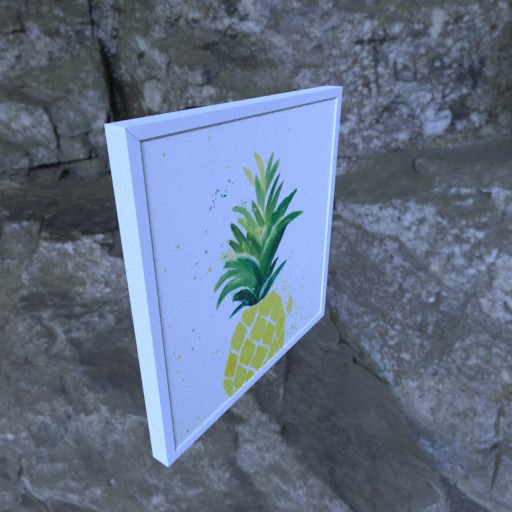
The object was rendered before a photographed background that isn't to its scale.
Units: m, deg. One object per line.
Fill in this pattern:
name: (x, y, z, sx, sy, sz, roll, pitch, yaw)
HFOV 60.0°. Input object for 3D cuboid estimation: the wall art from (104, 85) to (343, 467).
wall art: (0.000, 0.000, 0.459, 0.020, 0.307, 0.307, 18, 31, 31)
